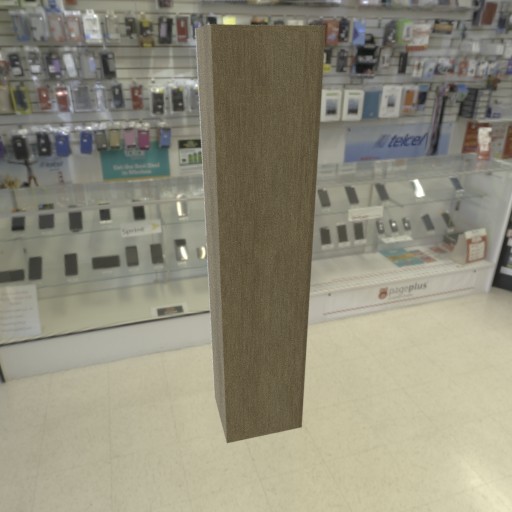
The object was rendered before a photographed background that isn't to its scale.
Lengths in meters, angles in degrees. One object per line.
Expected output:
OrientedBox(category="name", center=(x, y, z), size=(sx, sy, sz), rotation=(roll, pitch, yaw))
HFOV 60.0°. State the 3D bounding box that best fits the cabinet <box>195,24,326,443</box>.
OrientedBox(category="cabinet", center=(0.000, 0.000, 1.524), size=(0.300, 1.400, 0.270), rotation=(-7, 26, -14))
